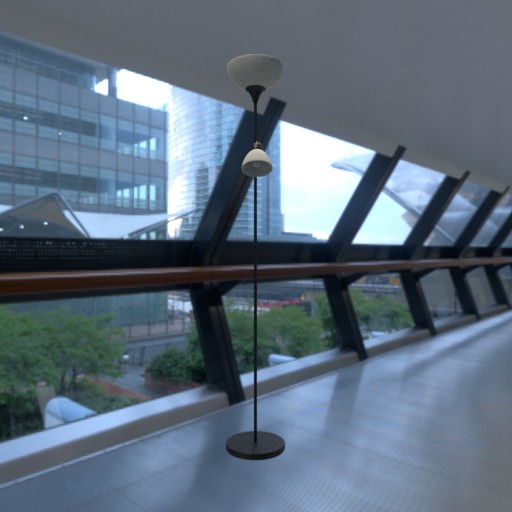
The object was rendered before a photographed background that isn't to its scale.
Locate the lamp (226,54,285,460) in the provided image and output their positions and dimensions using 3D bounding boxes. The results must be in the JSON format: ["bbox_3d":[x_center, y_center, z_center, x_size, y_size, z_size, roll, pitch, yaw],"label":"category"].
[{"bbox_3d":[0.000,0.000,2.016,0.279,1.804,0.442,0,-1,-2],"label":"lamp"}]
